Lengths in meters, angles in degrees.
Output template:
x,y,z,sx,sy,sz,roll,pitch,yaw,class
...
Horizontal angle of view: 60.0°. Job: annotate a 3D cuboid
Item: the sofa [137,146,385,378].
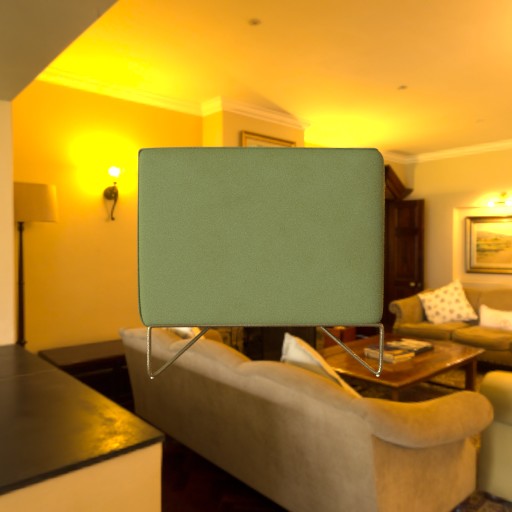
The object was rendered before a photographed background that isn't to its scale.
x,y,z,sx,sy,sz,roll,pitch,yaw,class
0.000,0.000,2.522,0.867,0.789,2.087,0,1,-1,sofa
